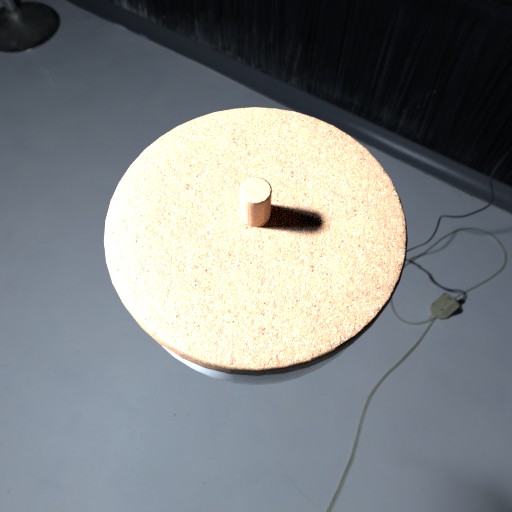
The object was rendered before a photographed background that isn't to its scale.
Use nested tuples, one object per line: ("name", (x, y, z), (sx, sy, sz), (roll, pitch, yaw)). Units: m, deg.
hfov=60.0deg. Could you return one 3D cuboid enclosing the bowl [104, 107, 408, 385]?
("bowl", (0.000, 0.000, 0.216), (0.126, 0.110, 0.126), (0, 63, 0))
